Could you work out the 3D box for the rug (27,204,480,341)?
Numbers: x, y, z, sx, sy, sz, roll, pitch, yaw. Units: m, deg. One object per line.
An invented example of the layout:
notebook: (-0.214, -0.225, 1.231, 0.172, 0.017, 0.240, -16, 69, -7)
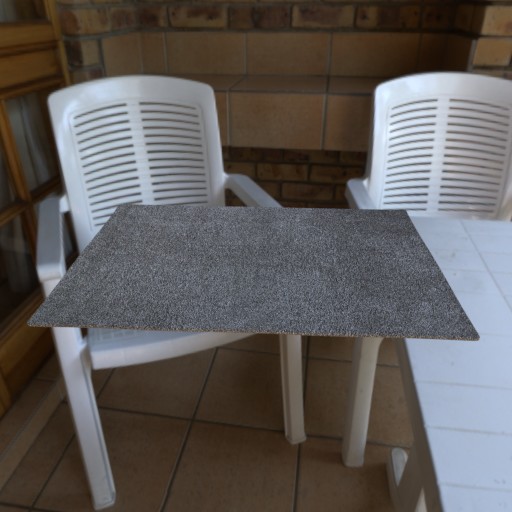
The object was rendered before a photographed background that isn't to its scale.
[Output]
rug: (0.000, 0.000, 3.406, 2.699, 0.026, 1.802, 1, 30, 2)
